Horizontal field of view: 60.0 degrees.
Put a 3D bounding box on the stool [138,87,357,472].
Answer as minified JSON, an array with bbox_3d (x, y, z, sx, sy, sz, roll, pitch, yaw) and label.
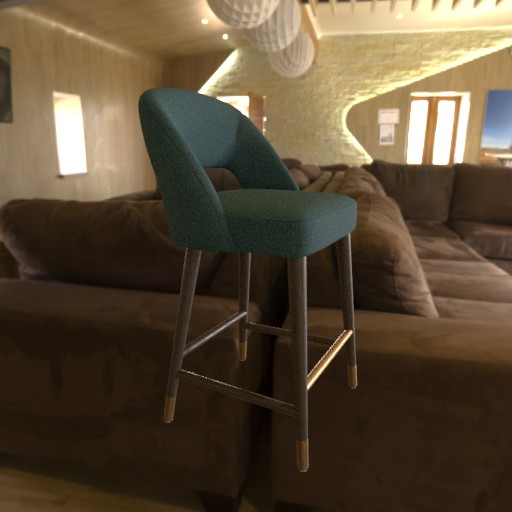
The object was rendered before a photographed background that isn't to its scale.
[{"bbox_3d":[0.000,0.000,1.286,0.522,0.939,0.536,7,16,27],"label":"stool"}]
